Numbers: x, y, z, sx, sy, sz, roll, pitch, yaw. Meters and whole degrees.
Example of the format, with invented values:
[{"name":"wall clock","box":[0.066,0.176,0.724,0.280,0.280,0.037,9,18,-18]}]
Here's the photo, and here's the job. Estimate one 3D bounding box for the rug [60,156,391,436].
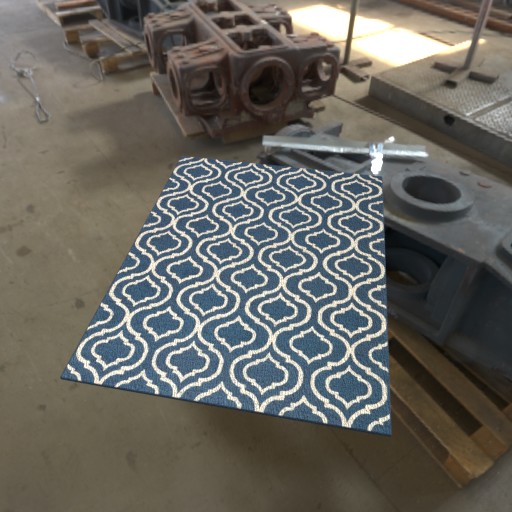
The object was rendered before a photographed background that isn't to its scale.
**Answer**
[{"name":"rug","box":[0.000,0.000,3.960,2.270,0.020,2.881,7,46,7]}]
